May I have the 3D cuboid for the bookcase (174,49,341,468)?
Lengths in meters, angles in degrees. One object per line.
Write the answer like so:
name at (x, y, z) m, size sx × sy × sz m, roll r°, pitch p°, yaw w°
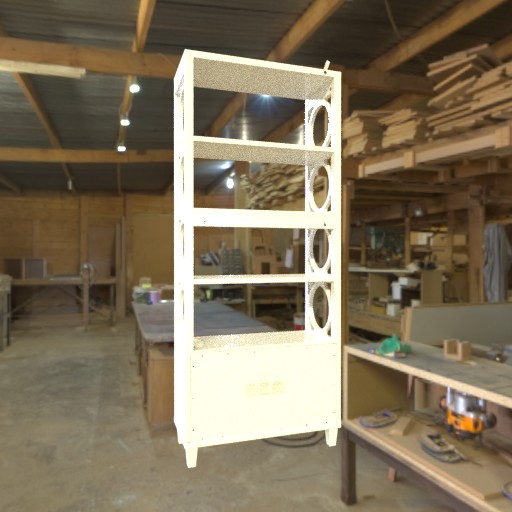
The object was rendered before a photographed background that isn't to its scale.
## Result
bookcase at (0.000, 0.000, 2.196) m, size 0.761 × 1.869 × 0.361 m, roll 0°, pitch 0°, yaw -18°
